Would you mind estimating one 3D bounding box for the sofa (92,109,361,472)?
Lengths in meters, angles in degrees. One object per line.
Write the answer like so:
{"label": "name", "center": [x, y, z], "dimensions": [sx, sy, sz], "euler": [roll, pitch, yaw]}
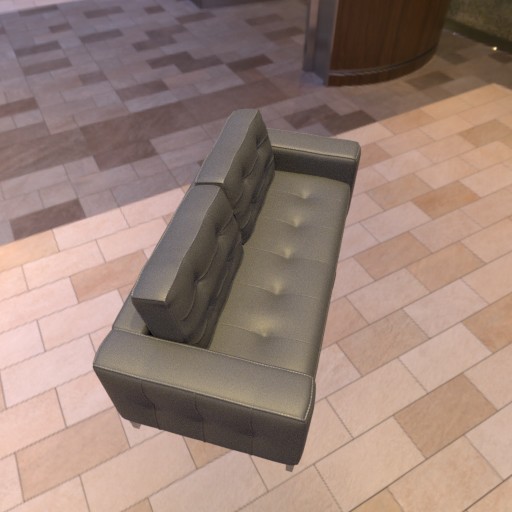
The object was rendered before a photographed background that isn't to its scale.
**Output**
{"label": "sofa", "center": [0.000, 0.000, 2.234], "dimensions": [0.833, 0.893, 1.726], "euler": [11, 50, 10]}
